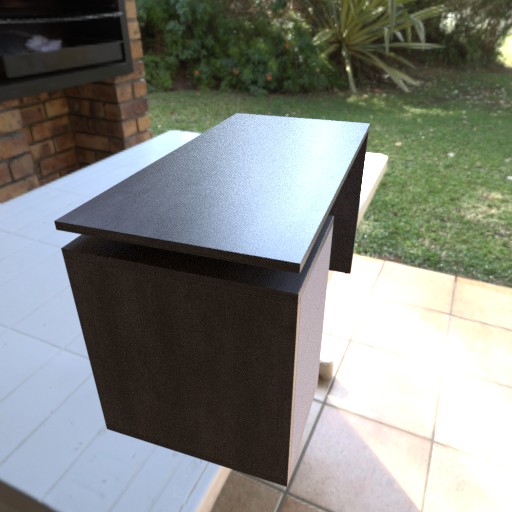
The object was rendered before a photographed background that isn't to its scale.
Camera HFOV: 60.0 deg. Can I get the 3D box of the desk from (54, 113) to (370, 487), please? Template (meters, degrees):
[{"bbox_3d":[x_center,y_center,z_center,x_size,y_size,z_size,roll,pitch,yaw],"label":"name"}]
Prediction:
[{"bbox_3d":[0.000,0.000,1.642,0.600,0.740,1.200,10,32,16],"label":"desk"}]
